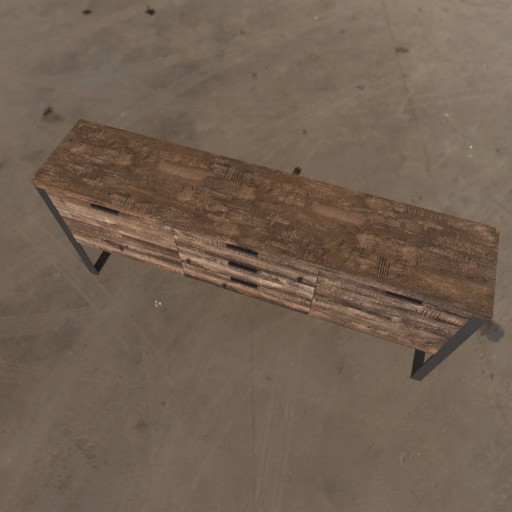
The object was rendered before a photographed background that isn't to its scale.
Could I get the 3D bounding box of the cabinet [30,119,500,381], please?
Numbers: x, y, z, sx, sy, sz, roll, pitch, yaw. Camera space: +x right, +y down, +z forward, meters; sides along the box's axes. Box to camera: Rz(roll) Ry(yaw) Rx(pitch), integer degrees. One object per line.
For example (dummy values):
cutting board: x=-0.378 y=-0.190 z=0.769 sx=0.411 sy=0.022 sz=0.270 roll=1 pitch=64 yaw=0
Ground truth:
cabinet: x=0.000 y=0.000 z=2.044 sx=1.800 sy=0.762 sz=0.395 roll=17 pitch=60 yaw=10
